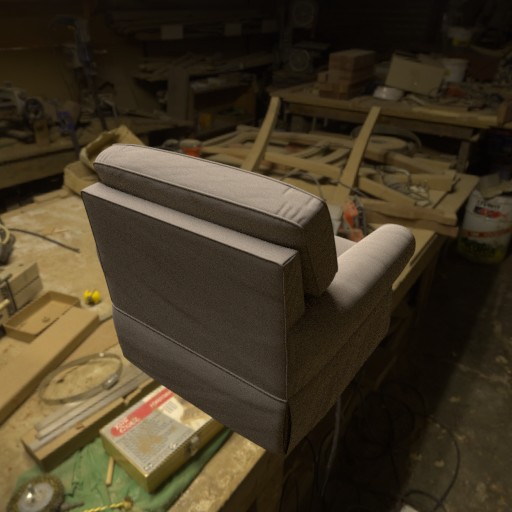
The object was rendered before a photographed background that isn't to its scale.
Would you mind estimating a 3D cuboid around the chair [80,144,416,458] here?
[{"bbox_3d":[0.000,0.000,1.943,1.135,1.017,0.988,20,36,31],"label":"chair"}]
